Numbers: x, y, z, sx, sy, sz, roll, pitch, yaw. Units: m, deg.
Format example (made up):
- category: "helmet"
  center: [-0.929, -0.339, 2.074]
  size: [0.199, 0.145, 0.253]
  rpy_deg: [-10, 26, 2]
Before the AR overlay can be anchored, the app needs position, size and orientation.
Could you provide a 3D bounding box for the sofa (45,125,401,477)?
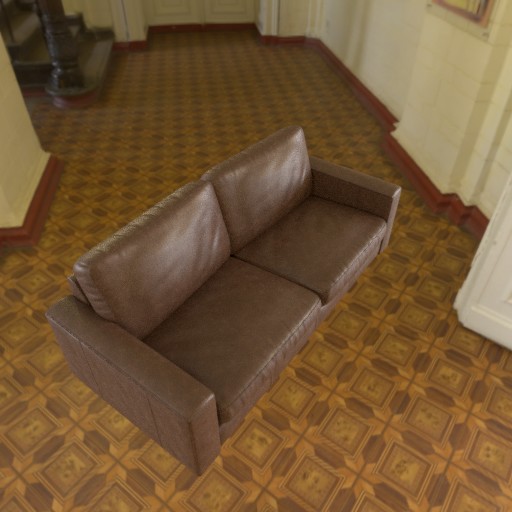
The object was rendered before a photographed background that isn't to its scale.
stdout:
- category: "sofa"
  center: [0.000, 0.000, 2.708]
  size: [1.016, 0.873, 2.179]
  rpy_deg: [26, 47, 27]
